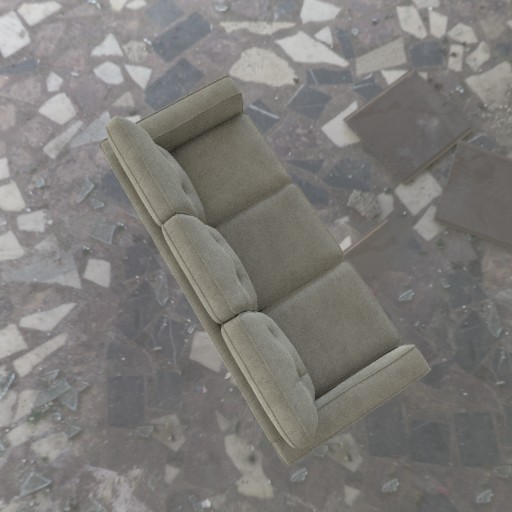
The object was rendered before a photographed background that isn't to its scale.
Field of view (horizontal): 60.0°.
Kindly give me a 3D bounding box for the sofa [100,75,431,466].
[{"bbox_3d":[0.000,0.000,2.662,0.939,0.965,2.133,-31,78,-7],"label":"sofa"}]
